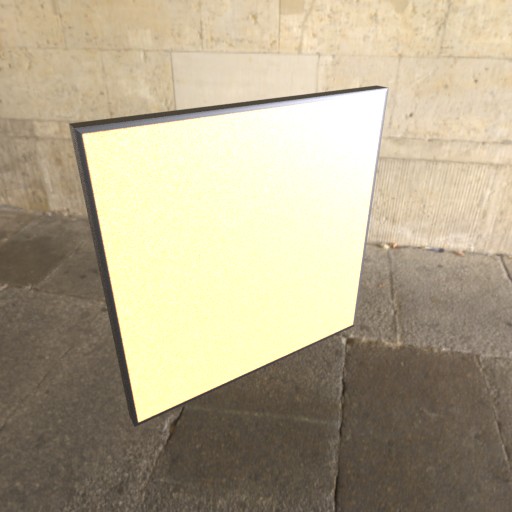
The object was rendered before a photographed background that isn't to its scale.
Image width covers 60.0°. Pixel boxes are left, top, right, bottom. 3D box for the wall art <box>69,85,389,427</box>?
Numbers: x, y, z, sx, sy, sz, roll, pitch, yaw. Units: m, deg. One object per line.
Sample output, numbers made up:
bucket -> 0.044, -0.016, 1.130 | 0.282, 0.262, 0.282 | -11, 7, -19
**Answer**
wall art -> 0.000, 0.000, 1.150 | 0.769, 0.766, 0.042 | -18, 34, -28
